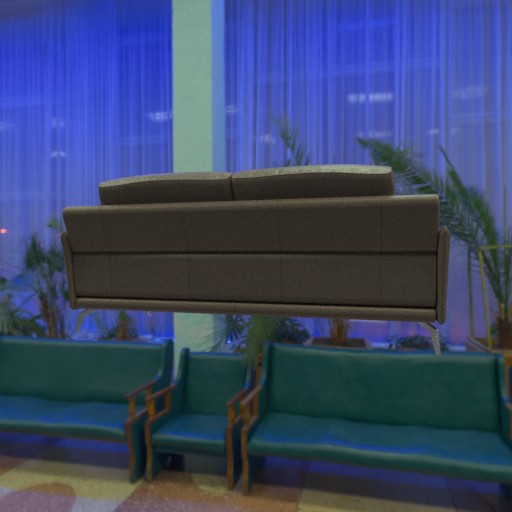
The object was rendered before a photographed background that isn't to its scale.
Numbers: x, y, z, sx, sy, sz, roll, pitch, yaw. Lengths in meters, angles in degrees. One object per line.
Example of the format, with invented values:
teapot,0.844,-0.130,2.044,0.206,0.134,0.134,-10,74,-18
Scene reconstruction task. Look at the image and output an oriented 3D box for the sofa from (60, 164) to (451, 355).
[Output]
sofa,0.000,0.000,2.747,2.101,0.930,1.049,0,0,16
